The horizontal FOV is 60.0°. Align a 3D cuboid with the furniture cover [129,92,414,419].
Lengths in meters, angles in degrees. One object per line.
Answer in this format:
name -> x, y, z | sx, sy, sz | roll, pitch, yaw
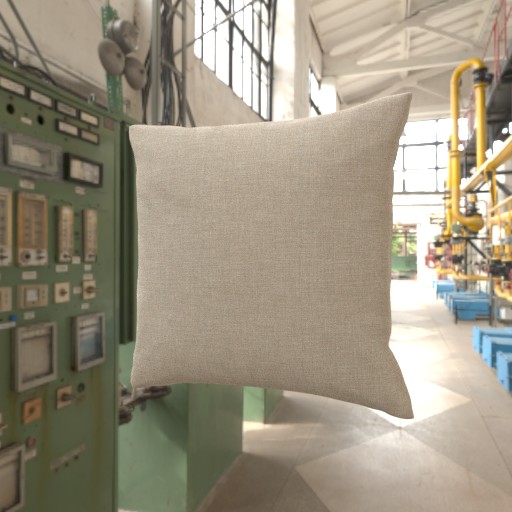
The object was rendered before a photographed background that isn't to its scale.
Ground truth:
furniture cover -> 0.000, 0.000, 0.770 | 0.517, 0.508, 0.158 | 0, 0, 19
